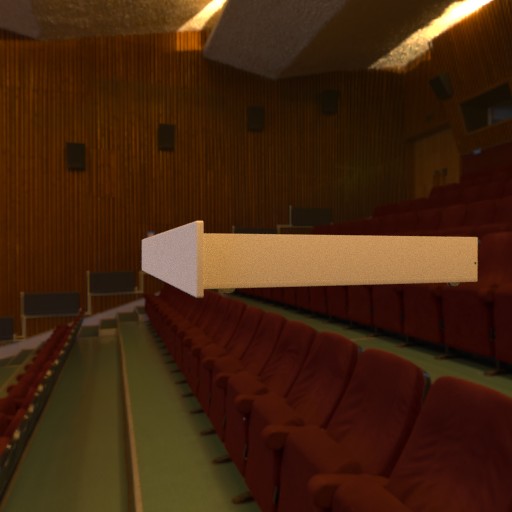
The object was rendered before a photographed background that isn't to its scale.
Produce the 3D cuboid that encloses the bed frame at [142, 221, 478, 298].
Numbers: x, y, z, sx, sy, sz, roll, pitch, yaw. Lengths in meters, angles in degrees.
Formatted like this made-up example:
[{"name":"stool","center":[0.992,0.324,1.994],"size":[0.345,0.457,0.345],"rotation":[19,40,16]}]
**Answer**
[{"name":"bed frame","center":[0.000,0.000,1.531],"size":[0.670,0.141,1.300],"rotation":[0,1,-19]}]
